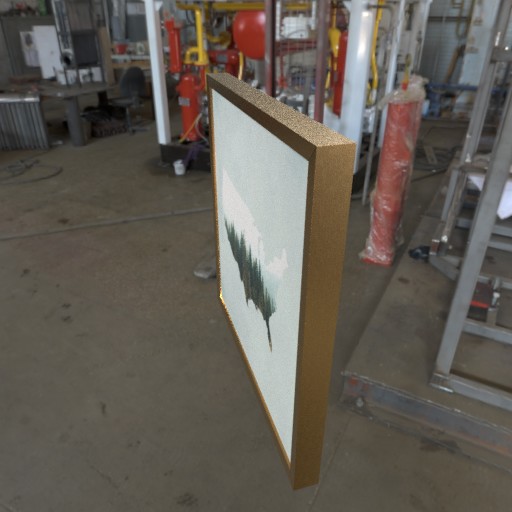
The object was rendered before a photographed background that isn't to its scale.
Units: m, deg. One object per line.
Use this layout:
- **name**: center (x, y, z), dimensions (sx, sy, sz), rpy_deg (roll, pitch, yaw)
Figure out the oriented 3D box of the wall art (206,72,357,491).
- **wall art**: center (0.000, 0.000, 0.741), dimensions (0.040, 0.509, 0.509), rpy_deg (-8, 31, -15)
